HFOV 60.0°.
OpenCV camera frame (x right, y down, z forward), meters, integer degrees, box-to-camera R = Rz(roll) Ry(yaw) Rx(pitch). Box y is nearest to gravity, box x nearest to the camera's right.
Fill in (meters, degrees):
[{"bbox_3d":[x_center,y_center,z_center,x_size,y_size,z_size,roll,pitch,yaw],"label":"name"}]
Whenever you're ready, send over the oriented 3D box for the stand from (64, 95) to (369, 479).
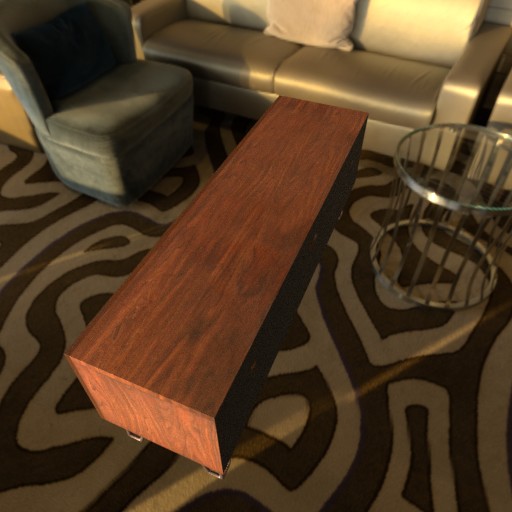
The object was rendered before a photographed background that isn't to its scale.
[{"bbox_3d":[0.000,0.000,1.881,0.481,0.610,1.626,17,49,16],"label":"stand"}]
